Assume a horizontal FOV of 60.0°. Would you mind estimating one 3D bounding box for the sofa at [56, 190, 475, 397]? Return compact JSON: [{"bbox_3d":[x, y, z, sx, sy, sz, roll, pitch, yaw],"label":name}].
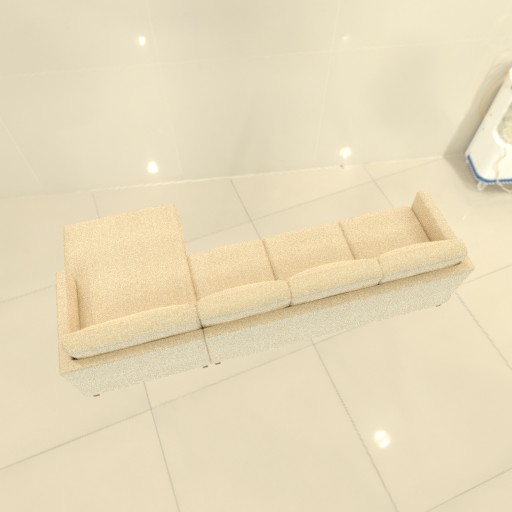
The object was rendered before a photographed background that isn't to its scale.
[{"bbox_3d":[0.000,0.000,4.143,3.471,0.954,1.603,-13,59,-8],"label":"sofa"}]
